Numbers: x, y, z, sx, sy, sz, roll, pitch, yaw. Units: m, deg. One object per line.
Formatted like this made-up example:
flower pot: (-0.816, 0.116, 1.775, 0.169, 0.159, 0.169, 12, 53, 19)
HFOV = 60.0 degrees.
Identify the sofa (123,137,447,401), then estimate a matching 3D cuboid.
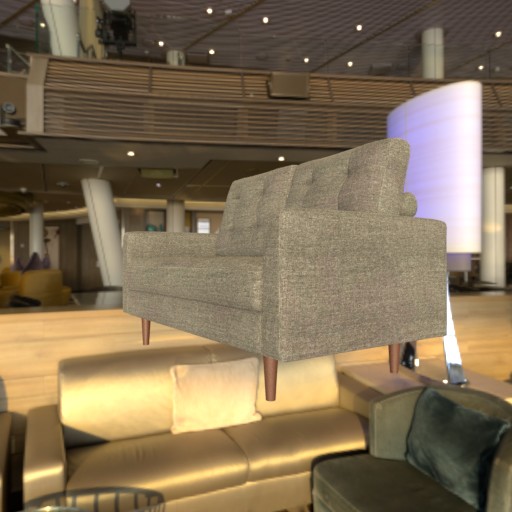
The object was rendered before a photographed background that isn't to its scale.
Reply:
sofa: (0.000, 0.000, 2.006, 0.842, 0.907, 1.407, 0, -1, -34)
